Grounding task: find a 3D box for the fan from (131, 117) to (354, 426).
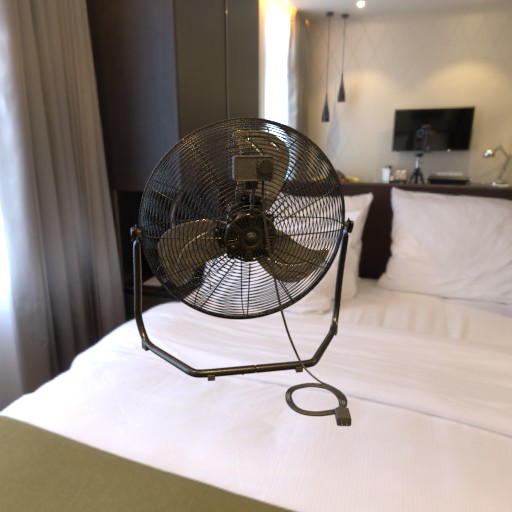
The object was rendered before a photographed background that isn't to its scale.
[{"bbox_3d":[0.000,0.000,0.999,0.595,0.605,0.470,-3,15,-10],"label":"fan"}]
